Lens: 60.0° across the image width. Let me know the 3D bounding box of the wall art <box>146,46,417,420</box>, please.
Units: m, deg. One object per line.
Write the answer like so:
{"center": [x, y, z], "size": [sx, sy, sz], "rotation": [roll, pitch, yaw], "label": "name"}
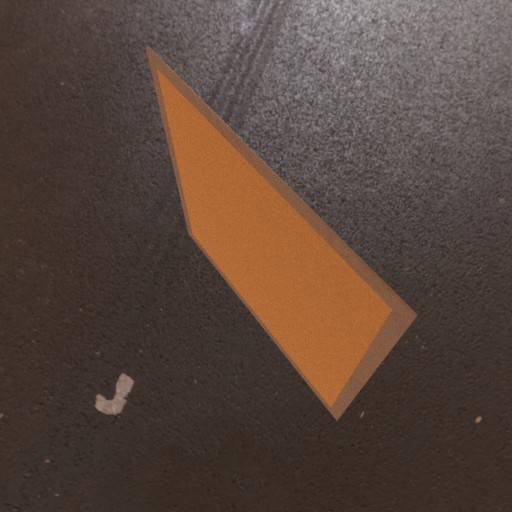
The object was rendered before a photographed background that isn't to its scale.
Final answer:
{"center": [0.000, 0.000, 1.642], "size": [0.025, 1.067, 1.168], "rotation": [-32, 64, -18], "label": "wall art"}
